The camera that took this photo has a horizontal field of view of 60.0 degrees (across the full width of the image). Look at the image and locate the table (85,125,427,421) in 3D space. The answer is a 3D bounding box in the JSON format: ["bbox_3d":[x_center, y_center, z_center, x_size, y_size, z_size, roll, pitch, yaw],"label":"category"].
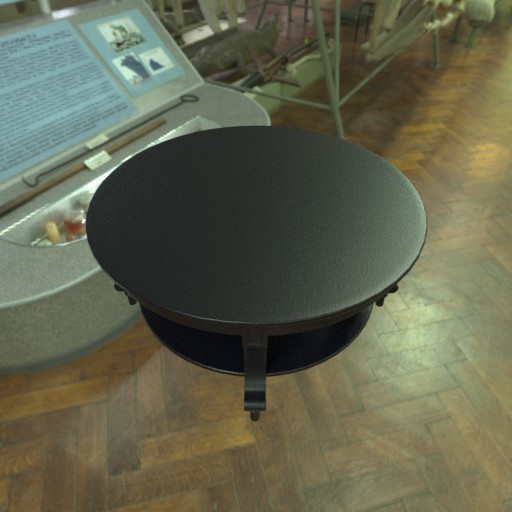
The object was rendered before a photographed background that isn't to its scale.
[{"bbox_3d":[0.000,0.000,1.541,1.029,0.491,1.029,0,41,0],"label":"table"}]
